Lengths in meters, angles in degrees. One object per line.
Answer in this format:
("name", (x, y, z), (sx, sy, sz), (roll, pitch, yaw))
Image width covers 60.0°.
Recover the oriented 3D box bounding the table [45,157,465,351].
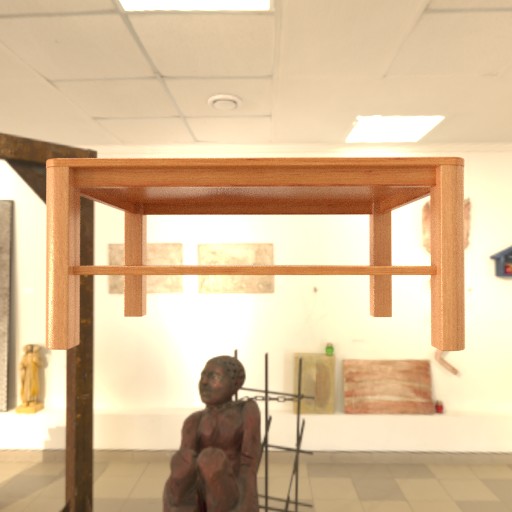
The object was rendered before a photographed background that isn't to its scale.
("table", (0.000, 0.000, 1.368), (0.997, 0.445, 0.696), (0, -1, 1))
